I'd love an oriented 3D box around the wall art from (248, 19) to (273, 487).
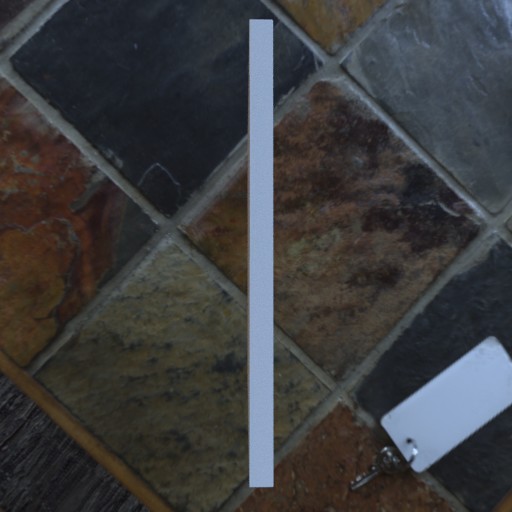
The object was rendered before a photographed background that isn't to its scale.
[{"bbox_3d":[0.000,0.000,0.657,0.023,0.453,0.455,0,89,-1],"label":"wall art"}]
